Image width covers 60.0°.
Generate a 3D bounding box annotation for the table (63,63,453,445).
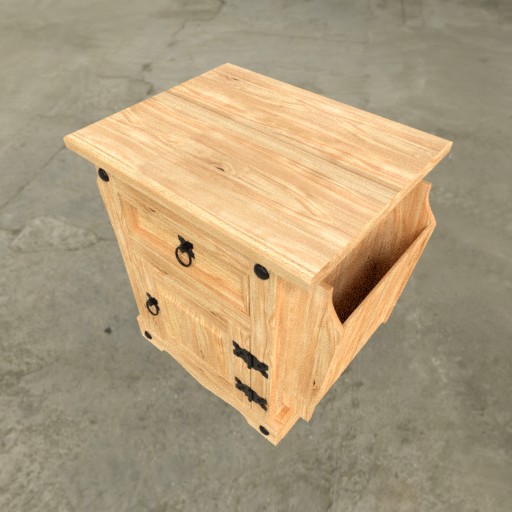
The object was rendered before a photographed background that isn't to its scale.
[{"bbox_3d":[0.000,0.000,0.867,0.530,0.515,0.380,31,53,27],"label":"table"}]
